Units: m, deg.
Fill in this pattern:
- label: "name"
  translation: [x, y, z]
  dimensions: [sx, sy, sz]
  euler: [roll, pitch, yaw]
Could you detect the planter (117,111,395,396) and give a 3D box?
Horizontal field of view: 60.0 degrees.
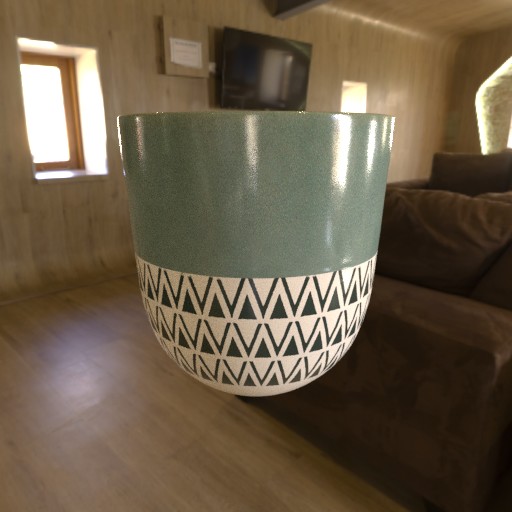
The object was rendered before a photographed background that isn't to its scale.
- label: "planter"
  translation: [0.000, 0.000, 0.359]
  dimensions: [0.198, 0.214, 0.198]
  euler: [0, 15, 0]
